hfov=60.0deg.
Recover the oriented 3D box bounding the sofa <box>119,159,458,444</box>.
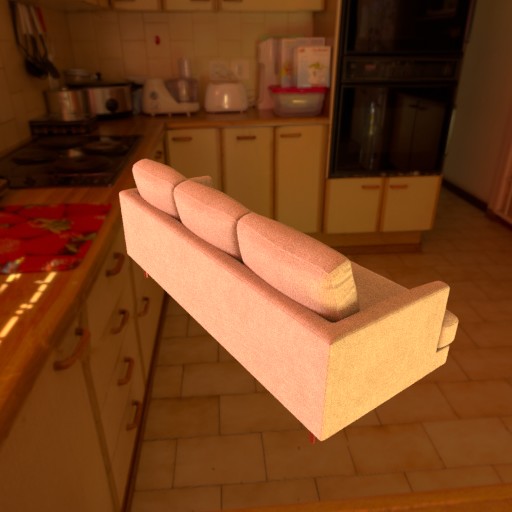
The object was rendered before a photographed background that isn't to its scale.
[{"bbox_3d":[0.000,0.000,2.751,0.903,0.930,2.246,-17,31,-31],"label":"sofa"}]
